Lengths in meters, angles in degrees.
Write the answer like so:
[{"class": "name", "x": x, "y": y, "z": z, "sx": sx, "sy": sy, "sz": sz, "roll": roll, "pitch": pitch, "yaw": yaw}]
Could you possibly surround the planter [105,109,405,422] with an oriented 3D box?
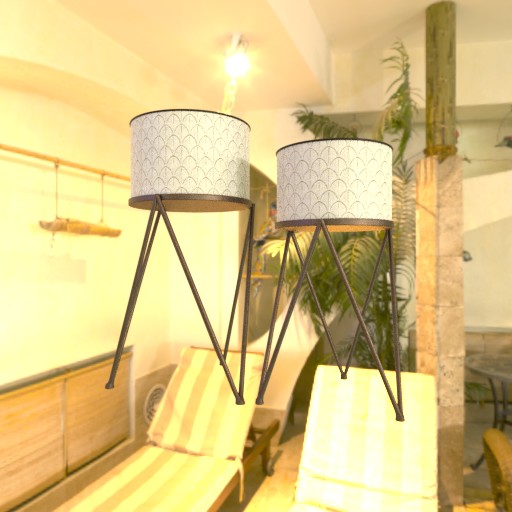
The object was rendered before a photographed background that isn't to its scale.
[{"class": "planter", "x": 0.000, "y": 0.000, "z": 1.198, "sx": 0.769, "sy": 0.712, "sz": 0.413, "roll": 0, "pitch": 0, "yaw": 19}]
